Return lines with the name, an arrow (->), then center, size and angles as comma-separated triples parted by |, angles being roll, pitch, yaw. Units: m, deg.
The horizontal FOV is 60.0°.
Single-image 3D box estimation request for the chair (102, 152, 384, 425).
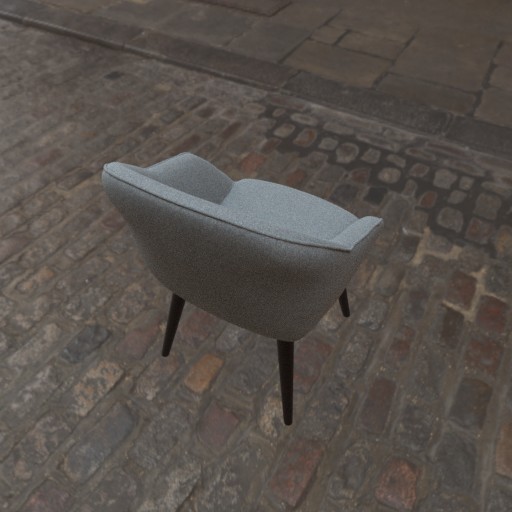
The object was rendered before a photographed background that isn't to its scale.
chair -> 0.000, 0.000, 1.236 | 0.589, 0.810, 0.611 | 23, 50, 21
